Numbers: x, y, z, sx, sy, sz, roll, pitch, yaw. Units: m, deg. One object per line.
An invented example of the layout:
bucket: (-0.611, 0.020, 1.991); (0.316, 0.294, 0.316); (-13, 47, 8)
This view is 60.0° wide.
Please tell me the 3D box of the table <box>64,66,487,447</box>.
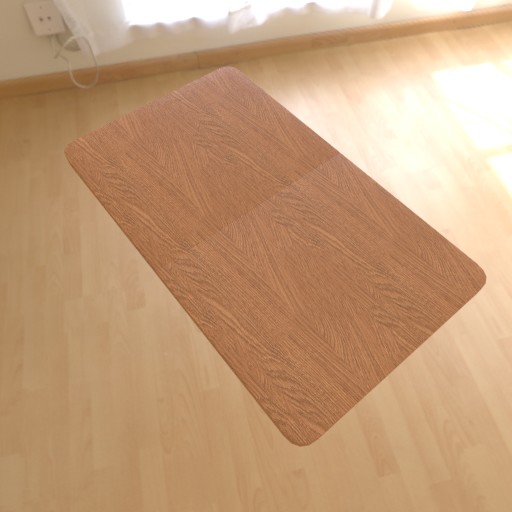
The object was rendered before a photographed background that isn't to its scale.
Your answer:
table: (0.000, 0.000, 2.120); (0.950, 0.770, 1.600); (-35, 65, -19)
